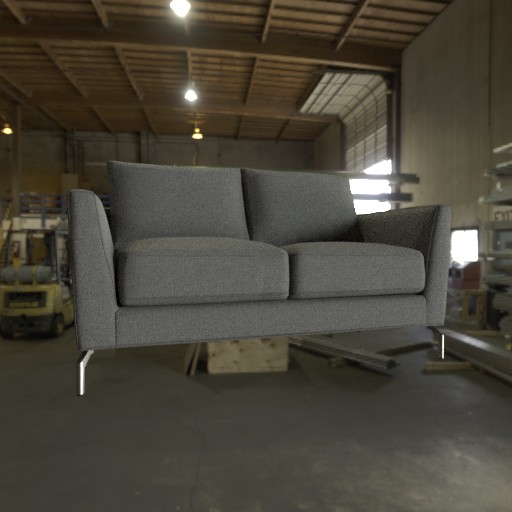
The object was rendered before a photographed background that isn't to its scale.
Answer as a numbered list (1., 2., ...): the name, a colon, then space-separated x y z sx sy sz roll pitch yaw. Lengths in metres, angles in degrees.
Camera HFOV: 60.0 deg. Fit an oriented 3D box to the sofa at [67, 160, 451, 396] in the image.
1. sofa: 0.000 0.000 2.091 1.594 0.924 0.803 0 1 -19
